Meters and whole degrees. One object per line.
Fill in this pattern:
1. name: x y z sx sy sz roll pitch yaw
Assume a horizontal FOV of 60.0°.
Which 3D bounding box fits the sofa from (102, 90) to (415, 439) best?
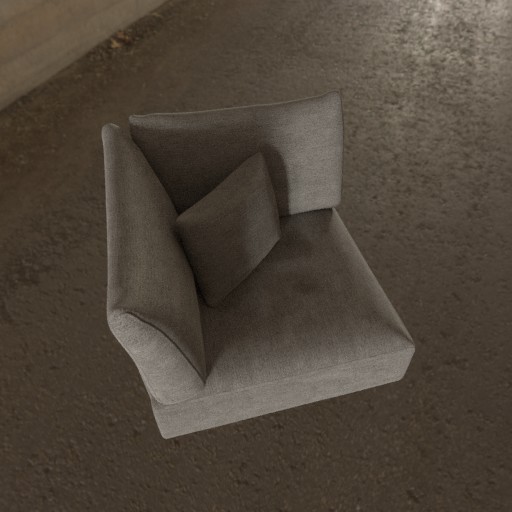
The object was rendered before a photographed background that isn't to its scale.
1. sofa: 0.000 0.000 1.748 1.000 0.820 1.000 -11 47 -10
